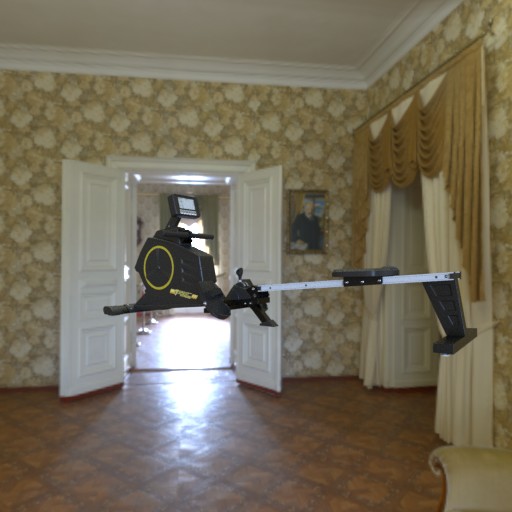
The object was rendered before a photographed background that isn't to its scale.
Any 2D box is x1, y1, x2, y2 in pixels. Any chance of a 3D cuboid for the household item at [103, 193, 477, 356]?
[{"bbox_3d":[0.000,0.000,2.586,2.251,0.810,0.521,-1,-1,36],"label":"household item"}]
